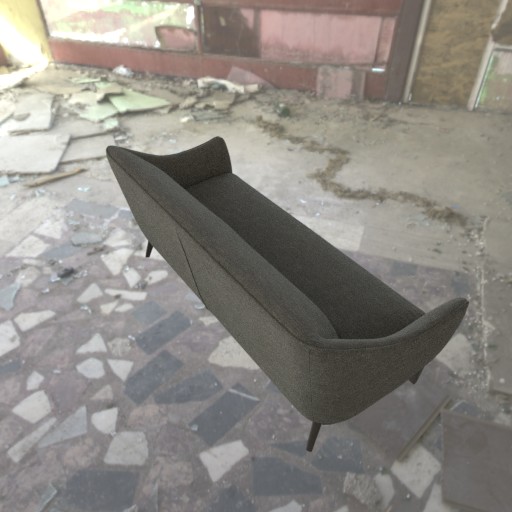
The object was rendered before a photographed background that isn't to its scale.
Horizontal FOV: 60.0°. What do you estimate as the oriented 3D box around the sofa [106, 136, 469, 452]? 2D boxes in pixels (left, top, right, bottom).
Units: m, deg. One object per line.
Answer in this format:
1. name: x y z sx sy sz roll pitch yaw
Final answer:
1. sofa: 0.000 0.000 2.360 0.867 0.829 1.928 -25 46 -27
